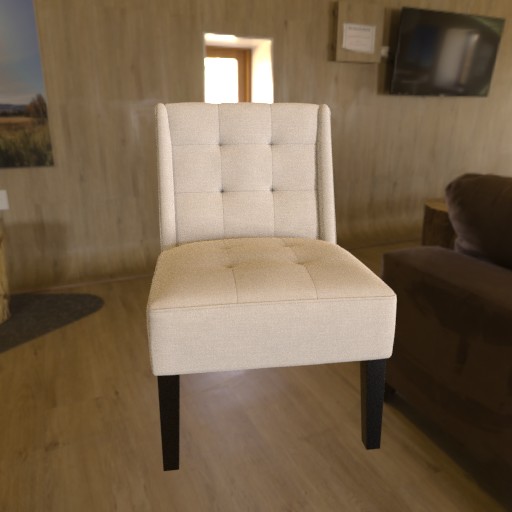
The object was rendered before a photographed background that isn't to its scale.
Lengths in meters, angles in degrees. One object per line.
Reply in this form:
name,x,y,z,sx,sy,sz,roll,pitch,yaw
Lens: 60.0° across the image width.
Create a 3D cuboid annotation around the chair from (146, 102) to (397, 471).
chair,0.000,0.000,1.267,0.569,0.853,0.676,-2,17,-8
